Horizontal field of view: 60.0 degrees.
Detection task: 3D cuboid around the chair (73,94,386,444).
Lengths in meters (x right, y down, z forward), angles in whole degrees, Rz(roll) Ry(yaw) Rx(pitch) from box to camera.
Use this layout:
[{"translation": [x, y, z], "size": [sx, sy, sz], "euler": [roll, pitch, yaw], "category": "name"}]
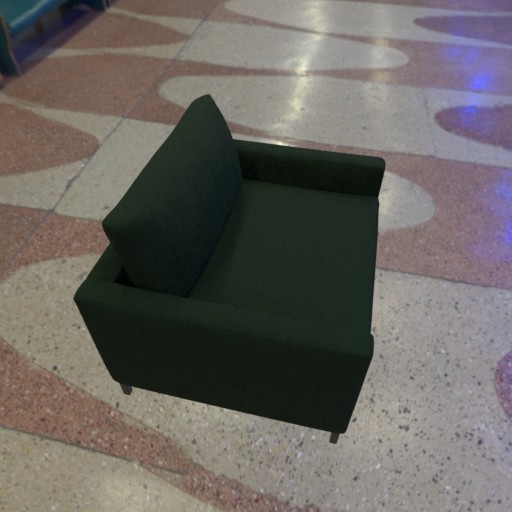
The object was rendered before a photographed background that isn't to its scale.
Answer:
[{"translation": [0.000, 0.000, 1.637], "size": [0.866, 0.861, 0.963], "euler": [10, 46, 9], "category": "chair"}]
